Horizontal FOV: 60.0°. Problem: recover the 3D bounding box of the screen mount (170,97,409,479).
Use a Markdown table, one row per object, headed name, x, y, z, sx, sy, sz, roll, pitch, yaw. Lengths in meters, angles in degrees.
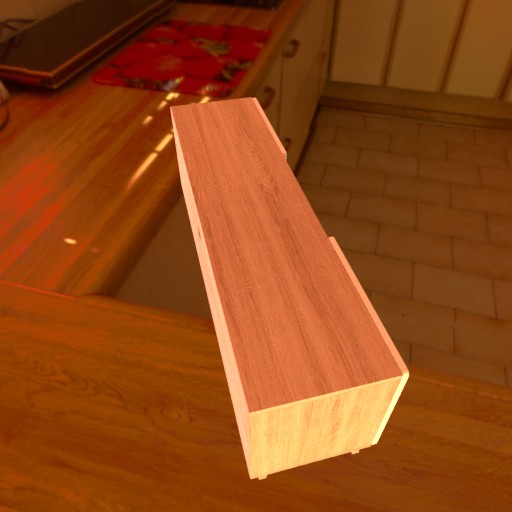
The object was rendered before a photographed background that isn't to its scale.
| name | x | y | z | sx | sy | sz | roll | pitch | yaw |
| --- | --- | --- | --- | --- | --- | --- | --- | --- | --- |
| screen mount | 0.000 | 0.000 | 1.744 | 0.420 | 0.570 | 1.500 | -10 | 46 | -10 |
